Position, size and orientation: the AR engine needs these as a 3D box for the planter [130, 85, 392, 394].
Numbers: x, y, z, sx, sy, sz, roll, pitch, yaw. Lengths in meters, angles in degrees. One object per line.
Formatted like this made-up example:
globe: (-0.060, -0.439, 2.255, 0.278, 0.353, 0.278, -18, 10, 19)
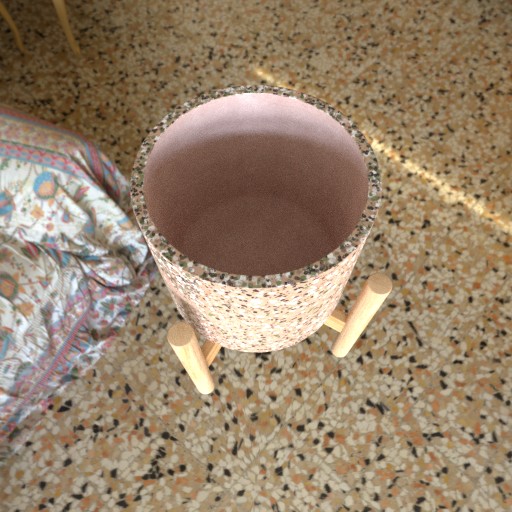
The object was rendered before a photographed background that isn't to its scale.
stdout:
planter: (0.000, 0.000, 0.536, 0.284, 0.320, 0.284, -34, 68, -16)
